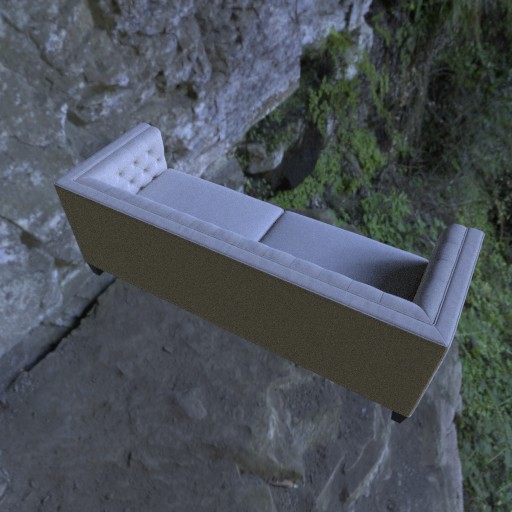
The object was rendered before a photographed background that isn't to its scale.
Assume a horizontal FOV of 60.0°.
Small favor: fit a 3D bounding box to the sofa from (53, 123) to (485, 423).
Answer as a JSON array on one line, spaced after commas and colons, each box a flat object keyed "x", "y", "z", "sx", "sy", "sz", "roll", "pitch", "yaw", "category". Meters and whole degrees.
[{"x": 0.000, "y": 0.000, "z": 2.582, "sx": 2.159, "sy": 0.762, "sz": 0.775, "roll": 22, "pitch": 50, "yaw": 20, "category": "sofa"}]
